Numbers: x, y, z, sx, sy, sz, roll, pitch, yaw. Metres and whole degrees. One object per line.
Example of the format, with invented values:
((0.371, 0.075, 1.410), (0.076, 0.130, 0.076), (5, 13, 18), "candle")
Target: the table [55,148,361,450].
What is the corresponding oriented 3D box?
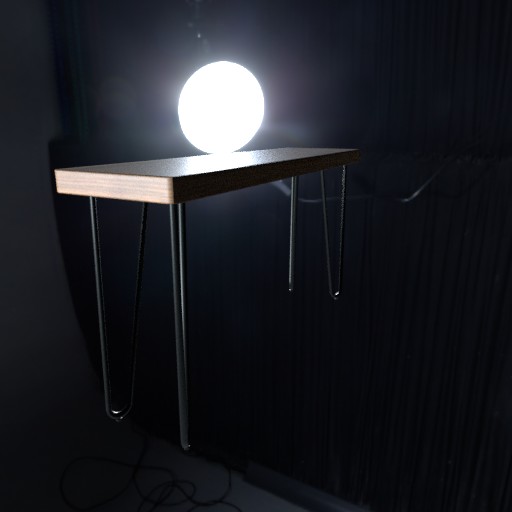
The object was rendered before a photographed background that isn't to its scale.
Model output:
((0.000, 0.000, 1.896), (0.425, 0.834, 1.570), (9, 18, 28), "table")
